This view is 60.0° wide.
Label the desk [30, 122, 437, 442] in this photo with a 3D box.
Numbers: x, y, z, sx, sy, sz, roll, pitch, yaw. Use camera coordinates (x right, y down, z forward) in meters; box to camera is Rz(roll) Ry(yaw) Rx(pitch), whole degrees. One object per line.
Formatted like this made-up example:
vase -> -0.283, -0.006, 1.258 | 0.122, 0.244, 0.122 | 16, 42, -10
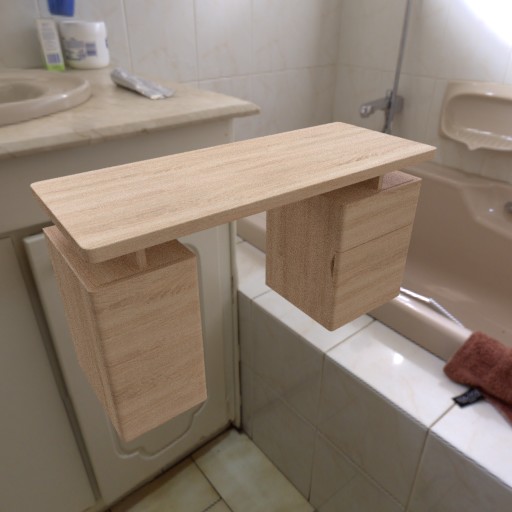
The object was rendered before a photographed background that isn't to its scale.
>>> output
desk -> 0.000, 0.000, 1.772 | 1.400, 0.760, 0.550 | -20, 36, -31
